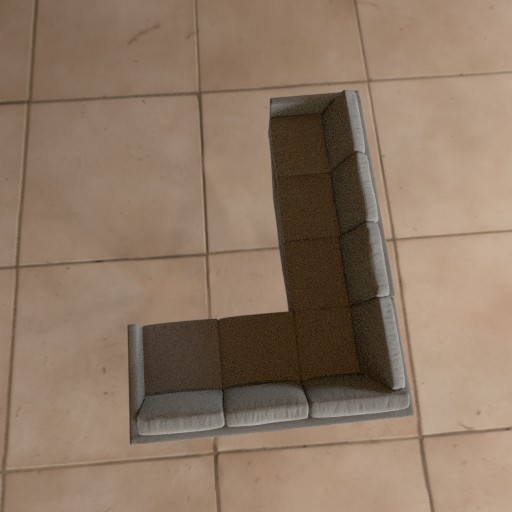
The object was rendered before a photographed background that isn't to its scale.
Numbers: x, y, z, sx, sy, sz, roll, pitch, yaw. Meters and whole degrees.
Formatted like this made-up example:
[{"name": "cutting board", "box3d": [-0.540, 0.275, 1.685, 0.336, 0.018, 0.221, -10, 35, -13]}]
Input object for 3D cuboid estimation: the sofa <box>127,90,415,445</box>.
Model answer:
[{"name": "sofa", "box3d": [0.000, 0.000, 4.347, 2.432, 0.871, 3.182, -5, 75, -1]}]
